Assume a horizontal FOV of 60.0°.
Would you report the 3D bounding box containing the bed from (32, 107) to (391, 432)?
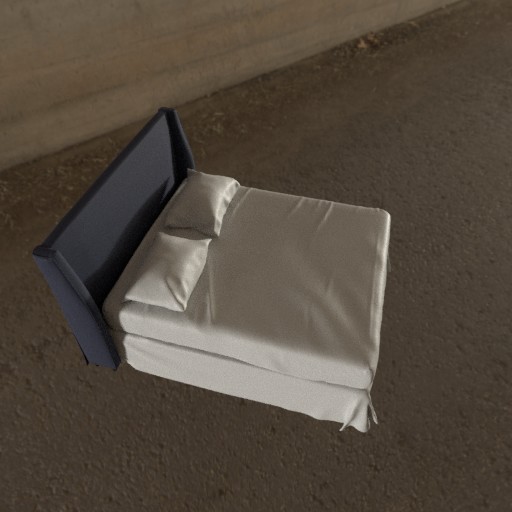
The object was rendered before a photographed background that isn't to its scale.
[{"bbox_3d":[0.000,0.000,3.514,2.276,1.332,1.925,11,47,11],"label":"bed"}]
